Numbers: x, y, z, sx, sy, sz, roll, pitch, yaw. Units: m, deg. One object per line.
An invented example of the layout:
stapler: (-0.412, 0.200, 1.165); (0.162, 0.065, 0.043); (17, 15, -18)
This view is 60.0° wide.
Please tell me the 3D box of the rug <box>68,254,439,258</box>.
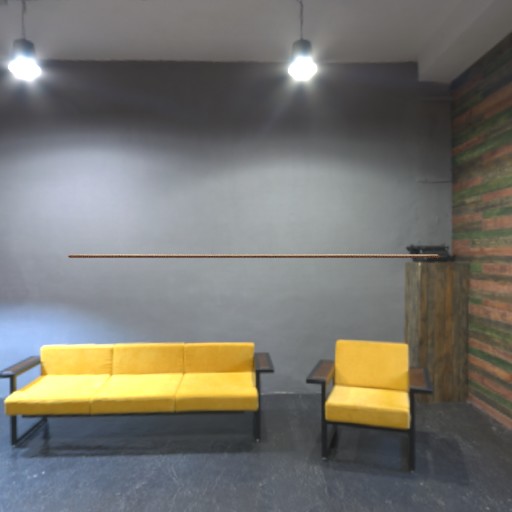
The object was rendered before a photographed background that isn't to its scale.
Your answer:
rug: (0.000, 0.000, 2.950); (1.528, 0.014, 2.294); (0, 0, 1)
